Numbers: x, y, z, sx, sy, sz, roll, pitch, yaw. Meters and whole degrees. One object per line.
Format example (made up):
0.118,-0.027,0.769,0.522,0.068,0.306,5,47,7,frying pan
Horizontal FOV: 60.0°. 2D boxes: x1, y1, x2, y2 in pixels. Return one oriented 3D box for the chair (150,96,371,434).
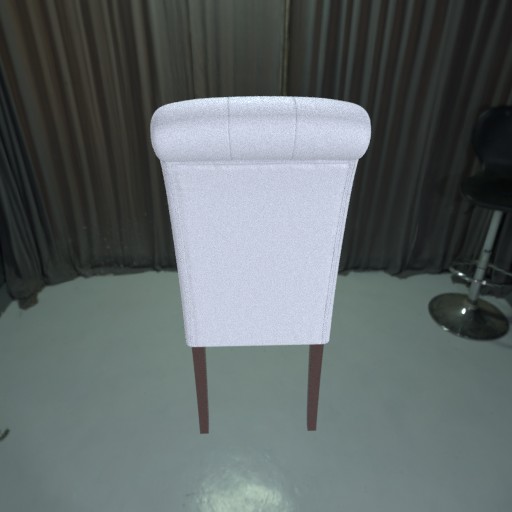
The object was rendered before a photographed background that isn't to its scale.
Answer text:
0.000,0.000,1.315,0.456,1.006,0.671,-1,30,-2,chair
